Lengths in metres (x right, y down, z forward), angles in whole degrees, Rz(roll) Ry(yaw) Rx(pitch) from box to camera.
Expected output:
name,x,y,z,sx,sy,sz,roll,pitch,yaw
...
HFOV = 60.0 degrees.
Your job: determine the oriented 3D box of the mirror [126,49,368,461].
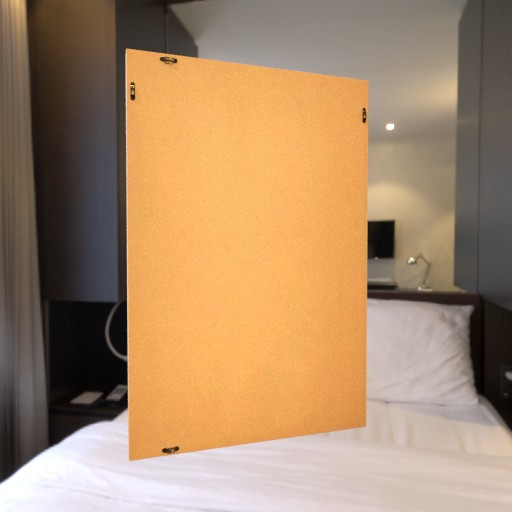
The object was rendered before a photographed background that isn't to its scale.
name,x,y,z,sx,sy,sz,roll,pitch,yaw
mirror,0.000,0.000,1.092,0.609,0.915,0.041,0,1,-18
